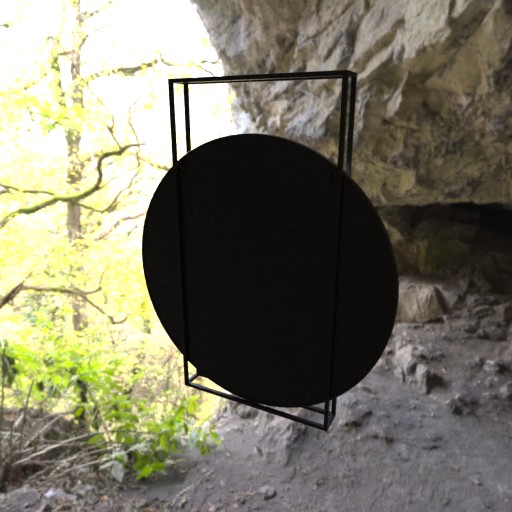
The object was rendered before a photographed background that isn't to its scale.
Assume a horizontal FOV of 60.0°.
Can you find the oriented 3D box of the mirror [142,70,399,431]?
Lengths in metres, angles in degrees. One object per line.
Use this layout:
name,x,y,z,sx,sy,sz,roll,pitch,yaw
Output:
mirror,0.000,0.000,0.798,0.508,0.603,0.051,9,19,26
